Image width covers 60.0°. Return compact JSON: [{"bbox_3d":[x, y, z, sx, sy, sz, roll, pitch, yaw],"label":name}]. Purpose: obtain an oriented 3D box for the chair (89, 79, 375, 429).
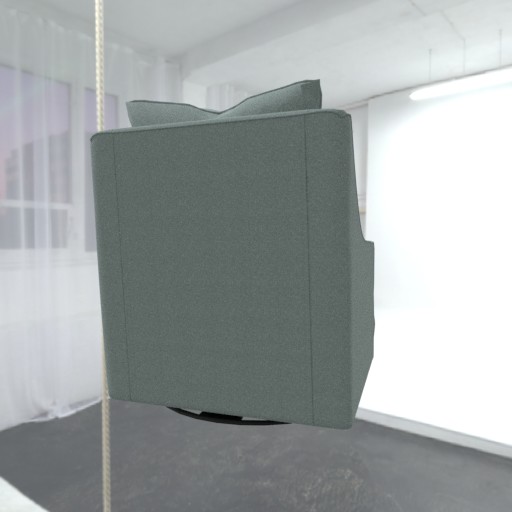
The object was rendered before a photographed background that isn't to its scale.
[{"bbox_3d":[0.000,0.000,1.562,0.760,0.926,0.870,0,1,19],"label":"chair"}]
